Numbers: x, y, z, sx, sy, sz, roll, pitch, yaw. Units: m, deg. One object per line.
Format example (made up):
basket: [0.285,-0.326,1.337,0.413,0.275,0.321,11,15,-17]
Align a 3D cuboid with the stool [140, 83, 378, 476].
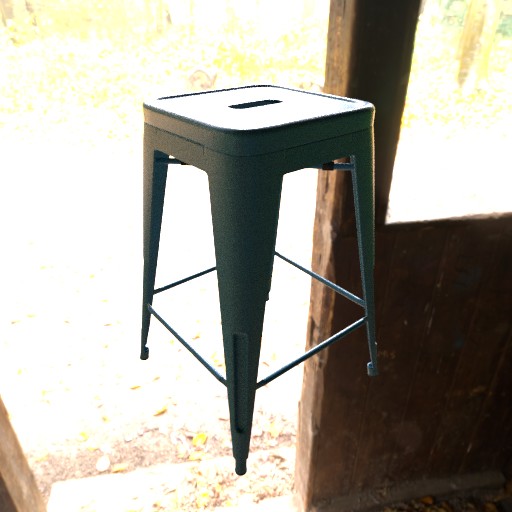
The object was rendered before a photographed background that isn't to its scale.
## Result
stool: [0.000,0.000,0.907,0.410,0.608,0.410,-22,36,-33]
